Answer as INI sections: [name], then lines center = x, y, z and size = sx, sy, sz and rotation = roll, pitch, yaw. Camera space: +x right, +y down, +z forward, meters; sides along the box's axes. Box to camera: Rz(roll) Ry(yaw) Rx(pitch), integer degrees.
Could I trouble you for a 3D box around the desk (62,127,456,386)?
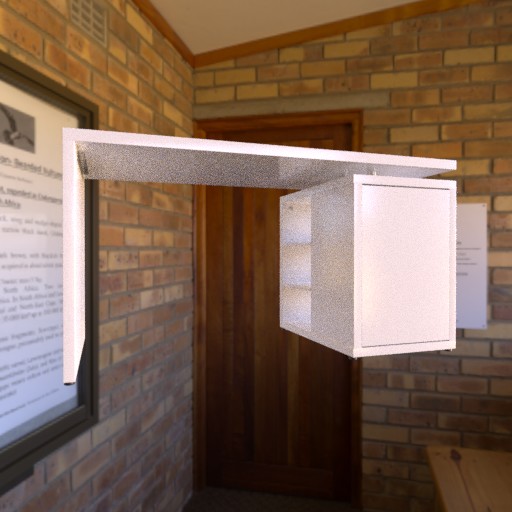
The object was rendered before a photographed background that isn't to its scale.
[desk]
center = 0.000, 0.000, 1.815
size = 1.400, 0.740, 0.690
rotation = 0, 0, -19
